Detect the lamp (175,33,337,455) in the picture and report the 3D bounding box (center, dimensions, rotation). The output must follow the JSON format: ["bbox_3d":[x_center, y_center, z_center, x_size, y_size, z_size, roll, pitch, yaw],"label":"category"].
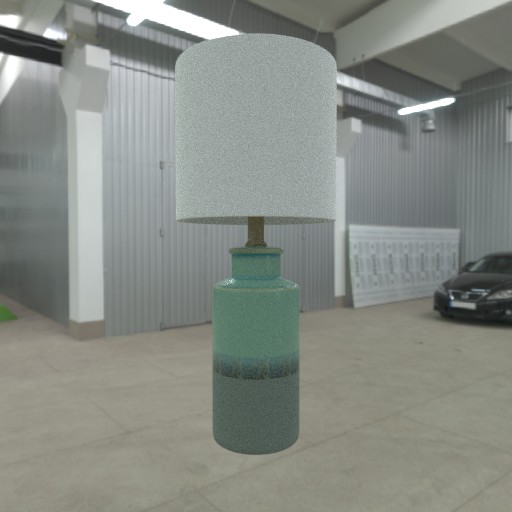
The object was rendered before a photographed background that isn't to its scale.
[{"bbox_3d":[0.000,0.000,0.597,0.212,0.493,0.212,0,1,17],"label":"lamp"}]
